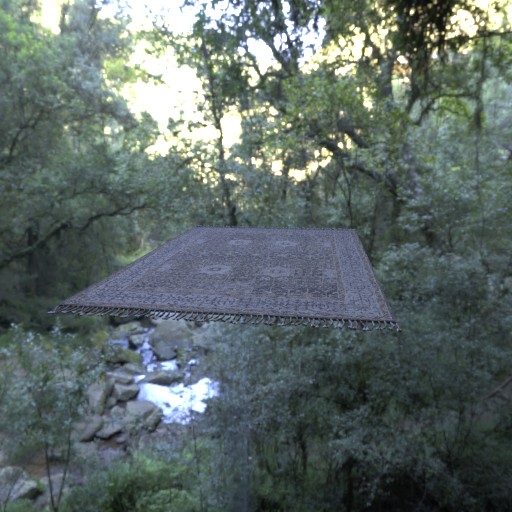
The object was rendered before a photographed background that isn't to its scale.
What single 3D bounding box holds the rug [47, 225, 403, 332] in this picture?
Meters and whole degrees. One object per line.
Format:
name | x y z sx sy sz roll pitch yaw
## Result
rug | 0.000 0.000 2.470 1.237 0.010 2.029 2 13 8
